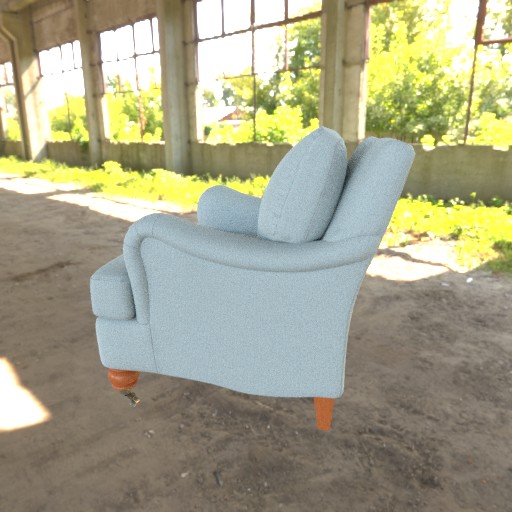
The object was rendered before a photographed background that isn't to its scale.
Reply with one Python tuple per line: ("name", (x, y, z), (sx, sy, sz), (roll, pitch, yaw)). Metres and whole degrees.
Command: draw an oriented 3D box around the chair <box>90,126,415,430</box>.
("chair", (0.000, 0.000, 1.865), (1.070, 1.038, 0.955), (3, 16, 9))
